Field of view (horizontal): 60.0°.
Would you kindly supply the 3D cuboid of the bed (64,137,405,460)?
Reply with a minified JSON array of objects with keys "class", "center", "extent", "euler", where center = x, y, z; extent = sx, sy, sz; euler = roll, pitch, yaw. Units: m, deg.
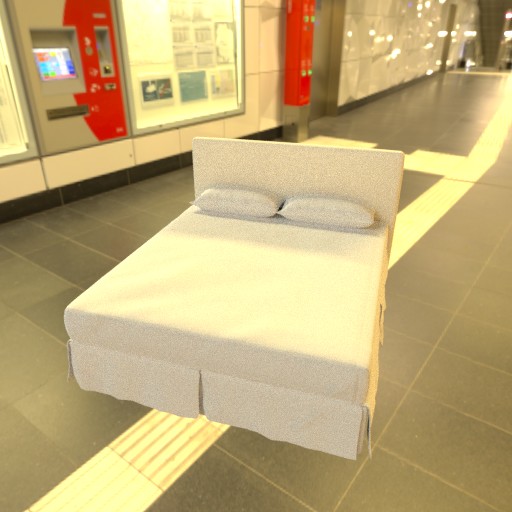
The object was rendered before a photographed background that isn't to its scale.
[{"class":"bed","center":[0.000,0.000,3.534],"extent":[2.119,1.317,2.341],"euler":[8,28,15]}]
